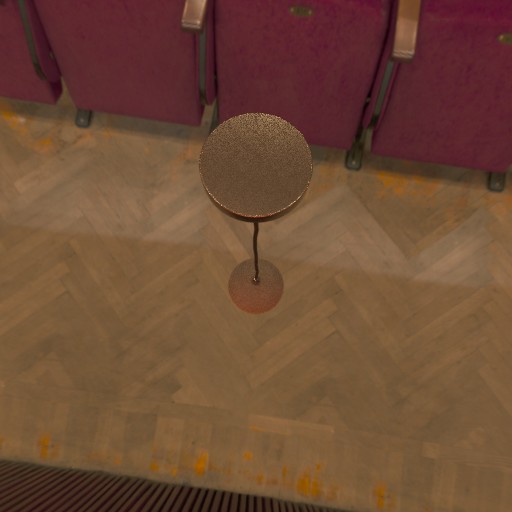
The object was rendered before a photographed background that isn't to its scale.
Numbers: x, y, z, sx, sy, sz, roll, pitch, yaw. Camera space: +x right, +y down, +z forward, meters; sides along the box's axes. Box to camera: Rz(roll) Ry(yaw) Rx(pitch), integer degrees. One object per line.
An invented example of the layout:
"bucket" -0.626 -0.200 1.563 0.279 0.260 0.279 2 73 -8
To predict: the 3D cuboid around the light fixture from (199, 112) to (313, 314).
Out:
"light fixture" 0.000 0.000 0.802 0.139 0.764 0.139 10 77 2
